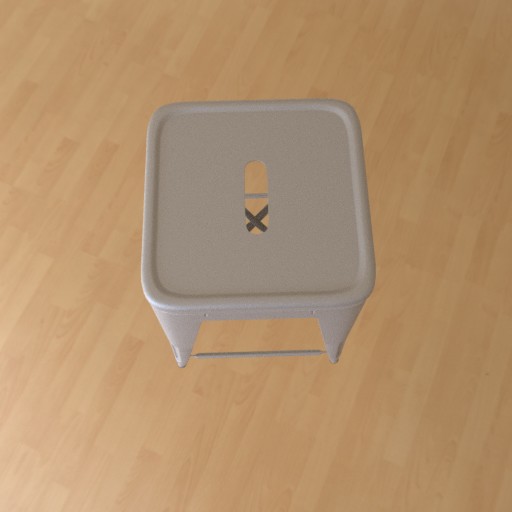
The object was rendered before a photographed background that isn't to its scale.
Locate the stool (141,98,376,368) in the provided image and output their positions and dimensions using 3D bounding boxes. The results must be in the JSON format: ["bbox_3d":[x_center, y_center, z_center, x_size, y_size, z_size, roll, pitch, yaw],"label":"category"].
[{"bbox_3d":[0.000,0.000,0.893,0.410,0.608,0.410,-2,74,0],"label":"stool"}]
